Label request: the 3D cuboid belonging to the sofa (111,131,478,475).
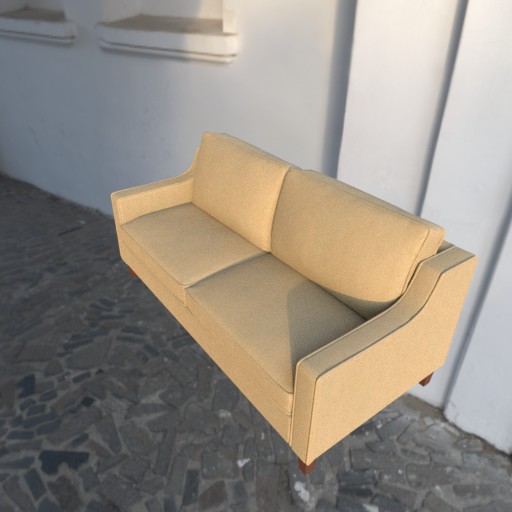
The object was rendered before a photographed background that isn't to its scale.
[{"bbox_3d":[0.000,0.000,2.786,1.066,1.071,2.178,-21,38,-30],"label":"sofa"}]
